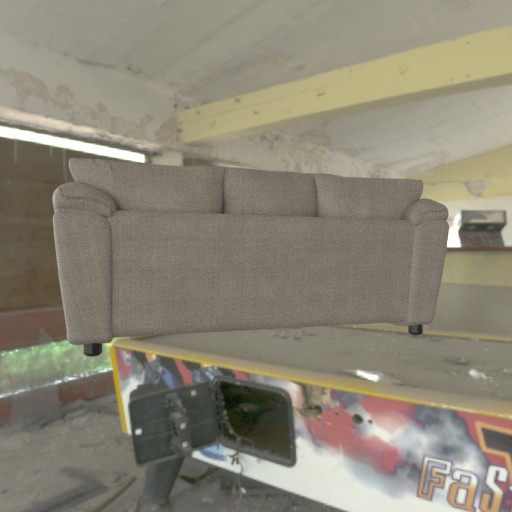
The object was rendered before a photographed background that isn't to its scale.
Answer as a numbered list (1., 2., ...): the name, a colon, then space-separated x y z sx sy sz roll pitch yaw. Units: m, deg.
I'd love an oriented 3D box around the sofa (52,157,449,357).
1. sofa: 0.000 0.000 2.782 2.334 0.996 0.878 0 0 -18
